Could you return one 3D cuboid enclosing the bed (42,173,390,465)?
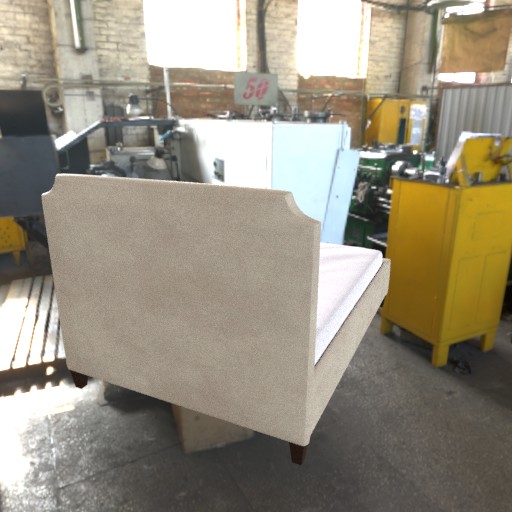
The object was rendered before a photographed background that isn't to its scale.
[{"bbox_3d":[0.000,0.000,3.419,1.712,1.443,2.372,8,19,25],"label":"bed"}]
